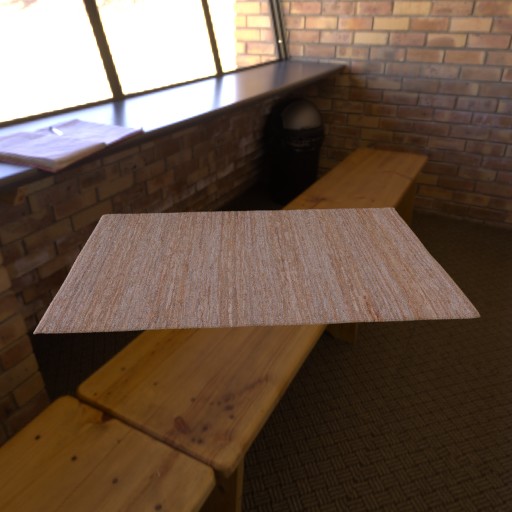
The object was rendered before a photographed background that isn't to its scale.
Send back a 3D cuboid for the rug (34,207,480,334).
[{"bbox_3d":[0.000,0.000,3.057,2.446,0.009,1.529,-2,30,-3],"label":"rug"}]
